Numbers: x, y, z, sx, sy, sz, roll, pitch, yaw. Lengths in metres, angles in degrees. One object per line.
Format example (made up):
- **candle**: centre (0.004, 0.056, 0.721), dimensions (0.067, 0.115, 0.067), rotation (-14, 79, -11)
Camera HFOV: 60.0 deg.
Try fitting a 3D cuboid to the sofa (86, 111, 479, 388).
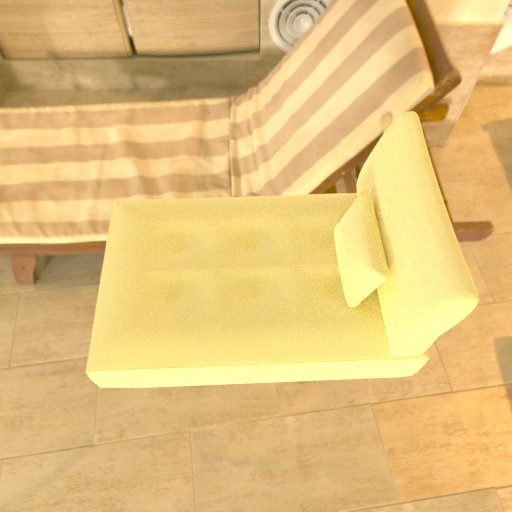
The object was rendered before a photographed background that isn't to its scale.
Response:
- **sofa**: centre (0.000, 0.000, 1.981), dimensions (1.450, 0.820, 0.930), rotation (-2, 58, -1)
